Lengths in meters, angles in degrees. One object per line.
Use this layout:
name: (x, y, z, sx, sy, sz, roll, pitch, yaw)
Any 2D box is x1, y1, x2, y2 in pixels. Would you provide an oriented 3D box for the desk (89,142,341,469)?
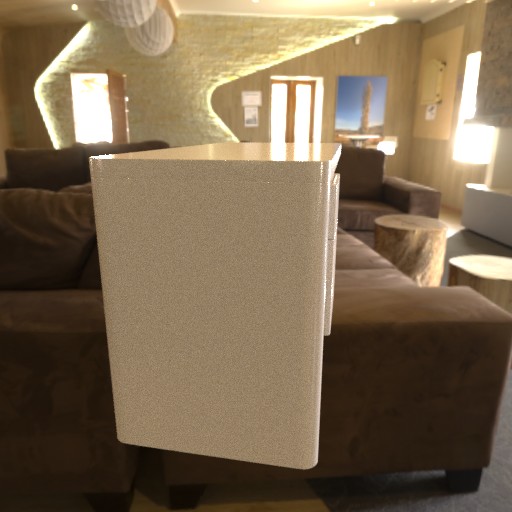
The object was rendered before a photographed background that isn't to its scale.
desk: (0.000, 0.000, 1.604, 0.550, 0.760, 1.200, 3, 16, 11)
